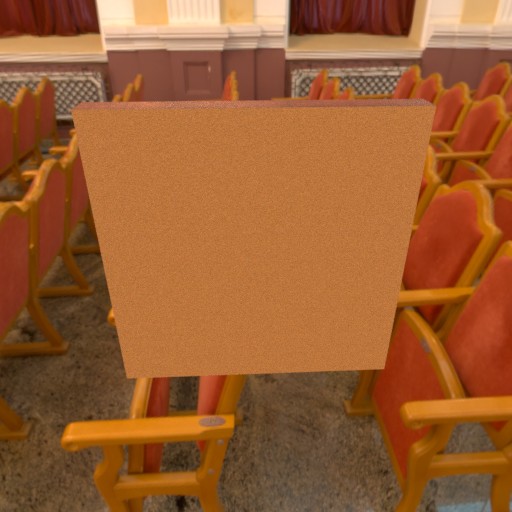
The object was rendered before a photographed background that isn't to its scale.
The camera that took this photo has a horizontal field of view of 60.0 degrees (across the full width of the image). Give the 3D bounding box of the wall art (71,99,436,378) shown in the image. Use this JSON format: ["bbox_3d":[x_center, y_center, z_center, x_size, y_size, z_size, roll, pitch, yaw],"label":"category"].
[{"bbox_3d":[0.000,0.000,0.582,0.386,0.385,0.038,-1,30,-2],"label":"wall art"}]
